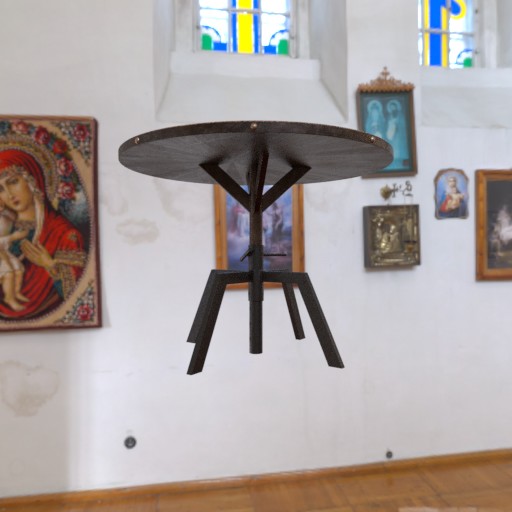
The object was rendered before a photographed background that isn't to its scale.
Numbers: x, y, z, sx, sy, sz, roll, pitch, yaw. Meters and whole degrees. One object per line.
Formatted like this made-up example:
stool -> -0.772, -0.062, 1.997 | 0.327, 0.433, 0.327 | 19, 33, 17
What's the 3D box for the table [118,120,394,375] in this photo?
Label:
table -> 0.000, 0.000, 1.497 | 0.885, 0.658, 0.885 | 0, 1, 0
